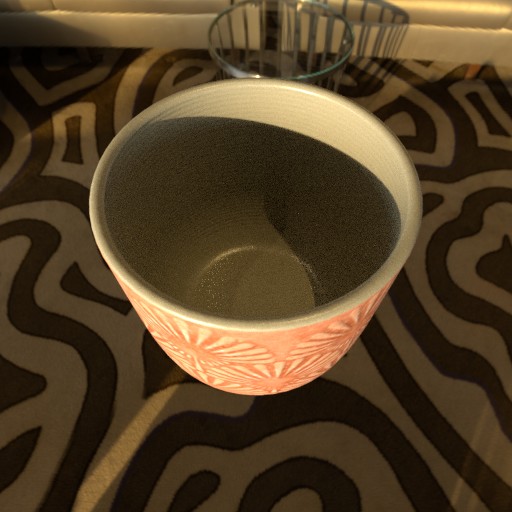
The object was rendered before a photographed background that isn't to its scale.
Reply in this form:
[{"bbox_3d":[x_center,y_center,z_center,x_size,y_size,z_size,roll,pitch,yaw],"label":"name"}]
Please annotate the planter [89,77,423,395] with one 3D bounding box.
[{"bbox_3d":[0.000,0.000,0.212,0.124,0.109,0.124,0,57,0],"label":"planter"}]
